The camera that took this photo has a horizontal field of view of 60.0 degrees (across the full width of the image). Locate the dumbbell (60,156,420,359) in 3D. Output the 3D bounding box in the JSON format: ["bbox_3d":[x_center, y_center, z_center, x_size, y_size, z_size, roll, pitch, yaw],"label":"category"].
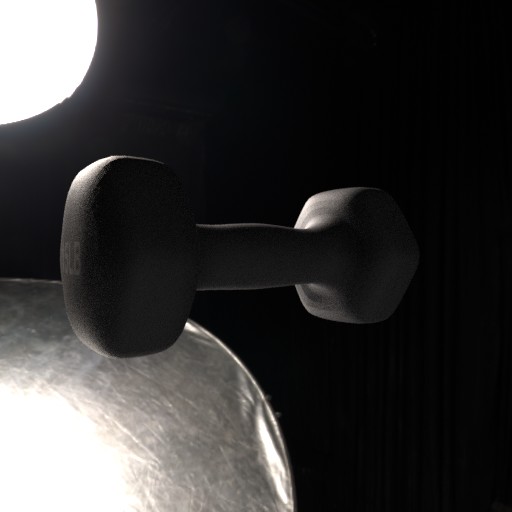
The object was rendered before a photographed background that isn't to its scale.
[{"bbox_3d":[0.000,0.000,0.301,0.240,0.105,0.116,0,1,-36],"label":"dumbbell"}]
